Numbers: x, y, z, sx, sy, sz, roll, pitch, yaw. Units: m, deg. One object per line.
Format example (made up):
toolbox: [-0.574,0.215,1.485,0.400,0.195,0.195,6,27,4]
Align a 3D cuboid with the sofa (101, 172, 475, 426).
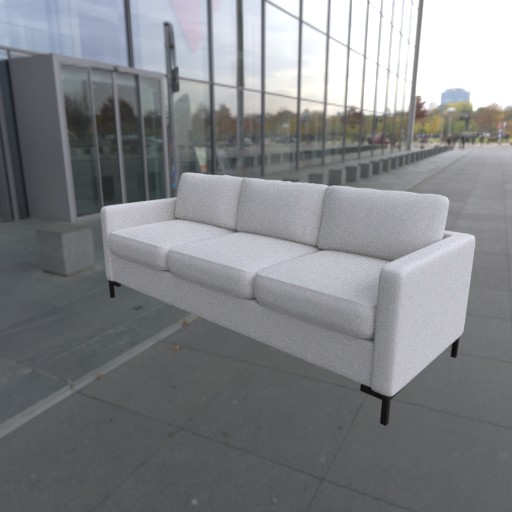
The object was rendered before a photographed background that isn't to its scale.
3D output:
sofa: [0.000,0.000,2.687,2.218,0.874,0.859,14,20,41]
